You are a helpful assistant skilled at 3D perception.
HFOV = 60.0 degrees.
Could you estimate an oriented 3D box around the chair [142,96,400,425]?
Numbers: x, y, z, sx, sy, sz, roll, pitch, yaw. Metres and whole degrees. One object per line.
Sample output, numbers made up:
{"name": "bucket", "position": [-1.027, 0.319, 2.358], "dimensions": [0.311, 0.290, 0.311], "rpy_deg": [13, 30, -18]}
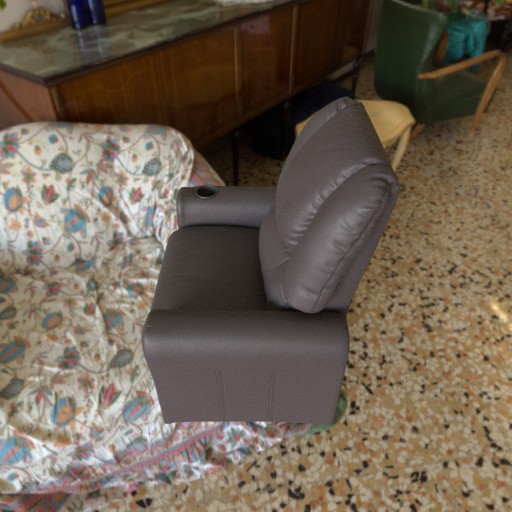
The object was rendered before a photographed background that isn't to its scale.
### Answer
{"name": "chair", "position": [0.000, 0.000, 1.134], "dimensions": [0.521, 0.709, 0.610], "rpy_deg": [0, 41, 0]}
